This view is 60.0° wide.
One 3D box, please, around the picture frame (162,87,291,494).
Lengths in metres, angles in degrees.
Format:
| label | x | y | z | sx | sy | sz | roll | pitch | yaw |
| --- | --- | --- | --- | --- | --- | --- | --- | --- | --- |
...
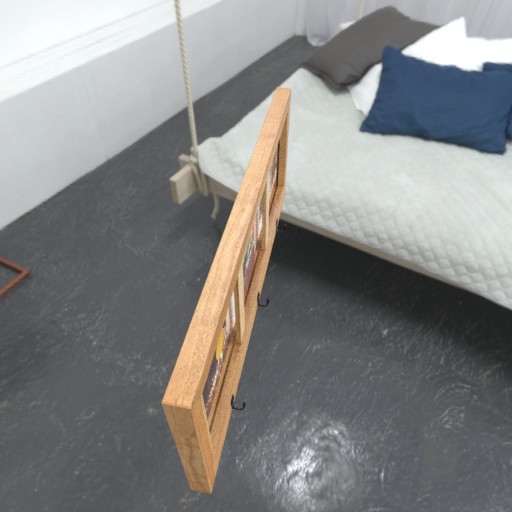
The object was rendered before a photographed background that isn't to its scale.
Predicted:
| label | x | y | z | sx | sy | sz | roll | pitch | yaw |
| --- | --- | --- | --- | --- | --- | --- | --- | --- | --- |
| picture frame | 0.000 | 0.000 | 0.649 | 0.045 | 0.234 | 0.582 | 8 | 47 | 8 |
